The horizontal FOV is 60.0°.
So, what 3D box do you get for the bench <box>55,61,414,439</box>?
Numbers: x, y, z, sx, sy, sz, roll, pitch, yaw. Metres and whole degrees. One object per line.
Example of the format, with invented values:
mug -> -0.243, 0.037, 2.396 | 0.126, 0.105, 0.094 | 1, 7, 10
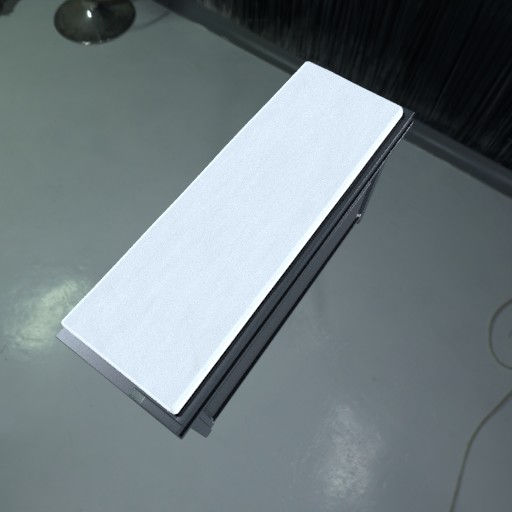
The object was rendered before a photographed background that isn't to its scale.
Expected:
bench -> 0.000, 0.000, 1.260 | 0.345, 0.561, 0.973 | 33, 69, 15
